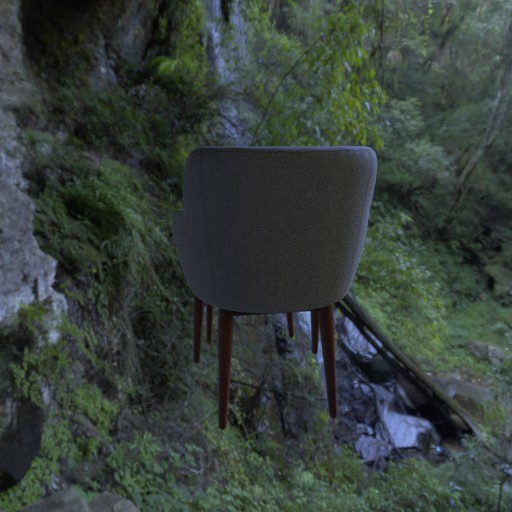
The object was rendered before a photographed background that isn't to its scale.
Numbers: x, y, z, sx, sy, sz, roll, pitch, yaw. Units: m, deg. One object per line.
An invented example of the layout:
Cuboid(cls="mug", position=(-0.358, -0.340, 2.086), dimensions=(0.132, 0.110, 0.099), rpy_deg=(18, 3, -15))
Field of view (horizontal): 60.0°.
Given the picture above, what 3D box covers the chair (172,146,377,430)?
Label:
Cuboid(cls="chair", position=(0.000, 0.000, 1.617), dimensions=(0.584, 0.799, 1.107), rpy_deg=(-2, 15, -9))
